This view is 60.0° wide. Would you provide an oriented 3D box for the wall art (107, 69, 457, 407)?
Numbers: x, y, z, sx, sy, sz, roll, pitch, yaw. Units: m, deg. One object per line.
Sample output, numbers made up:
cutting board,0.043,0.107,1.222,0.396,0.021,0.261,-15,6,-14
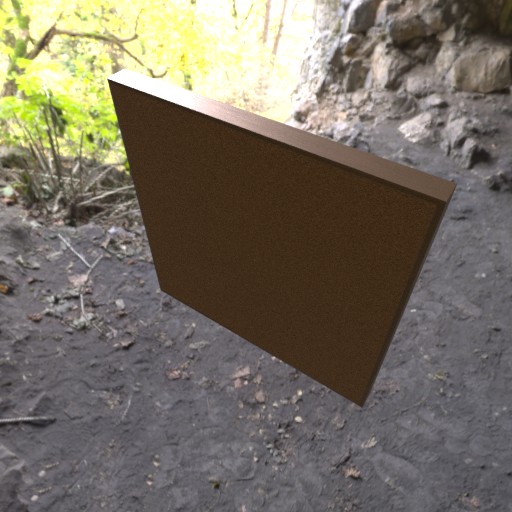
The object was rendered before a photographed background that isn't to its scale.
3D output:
wall art,0.000,0.000,0.765,0.513,0.511,0.038,26,52,22
